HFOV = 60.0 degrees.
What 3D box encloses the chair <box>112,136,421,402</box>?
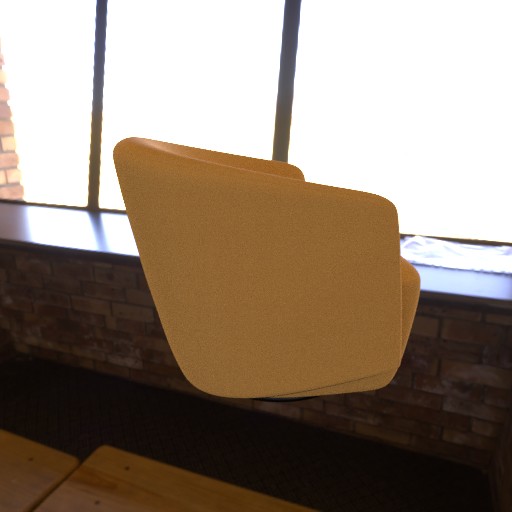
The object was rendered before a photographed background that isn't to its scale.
[{"bbox_3d":[0.000,0.000,1.336,0.767,0.698,0.773,-3,17,-10],"label":"chair"}]
